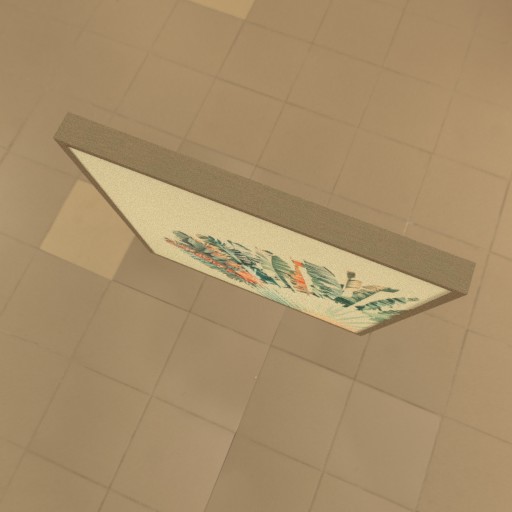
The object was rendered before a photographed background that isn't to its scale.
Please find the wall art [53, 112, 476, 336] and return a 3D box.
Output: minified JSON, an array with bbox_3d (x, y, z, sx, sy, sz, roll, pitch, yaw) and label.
[{"bbox_3d":[0.000,0.000,0.754,0.508,0.506,0.038,21,76,6],"label":"wall art"}]
